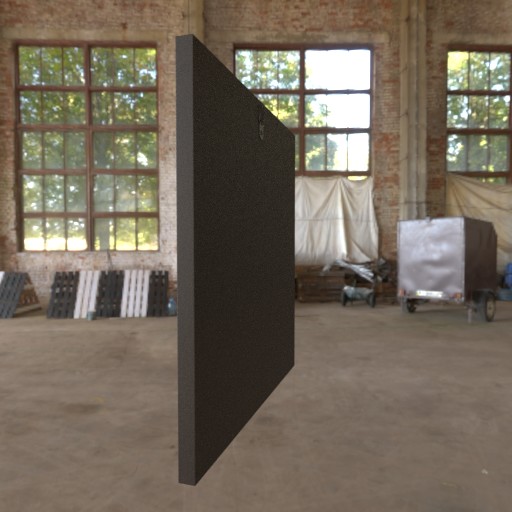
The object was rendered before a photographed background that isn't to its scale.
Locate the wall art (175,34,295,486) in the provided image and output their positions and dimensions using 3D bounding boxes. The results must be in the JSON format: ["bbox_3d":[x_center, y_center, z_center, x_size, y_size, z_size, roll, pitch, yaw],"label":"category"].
[{"bbox_3d":[0.000,0.000,1.175,0.043,0.807,0.805,1,2,18],"label":"wall art"}]
